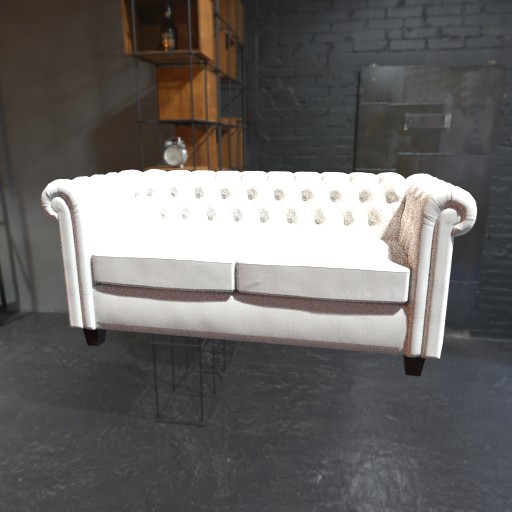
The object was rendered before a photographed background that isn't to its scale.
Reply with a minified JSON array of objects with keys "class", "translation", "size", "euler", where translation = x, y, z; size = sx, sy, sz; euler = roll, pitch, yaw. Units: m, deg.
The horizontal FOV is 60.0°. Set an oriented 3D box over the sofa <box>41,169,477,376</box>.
[{"class":"sofa","translation":[0.000,0.000,2.206],"size":[1.798,0.796,0.771],"euler":[3,15,11]}]
